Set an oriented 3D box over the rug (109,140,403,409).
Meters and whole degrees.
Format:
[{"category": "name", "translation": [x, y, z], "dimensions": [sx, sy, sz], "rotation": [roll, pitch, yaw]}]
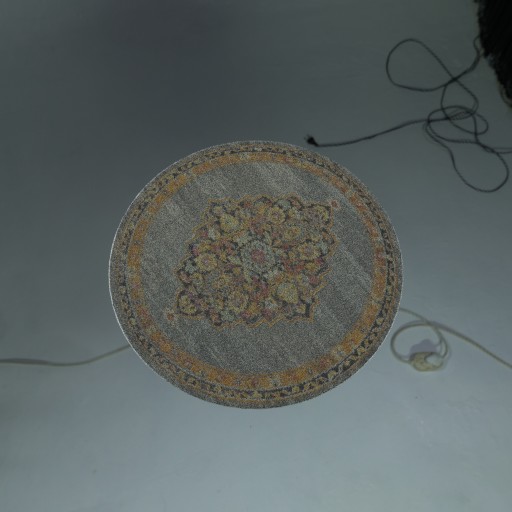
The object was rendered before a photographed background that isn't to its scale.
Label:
[{"category": "rug", "translation": [0.000, 0.000, 2.431], "dimensions": [1.598, 0.010, 1.598], "rotation": [0, 65, 0]}]
